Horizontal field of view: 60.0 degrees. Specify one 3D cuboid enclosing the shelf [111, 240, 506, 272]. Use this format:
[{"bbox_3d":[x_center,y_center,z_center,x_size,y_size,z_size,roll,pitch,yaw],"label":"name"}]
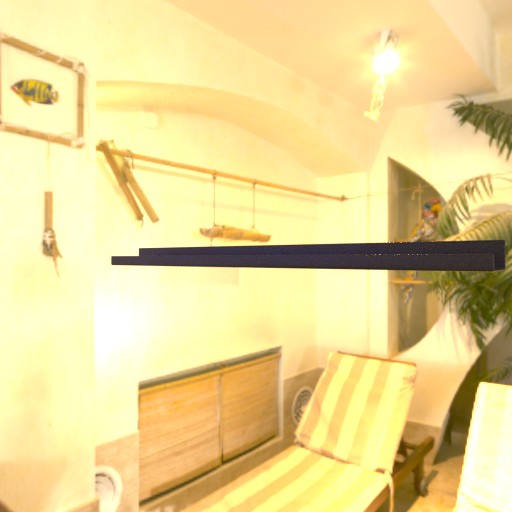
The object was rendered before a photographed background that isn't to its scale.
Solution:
[{"bbox_3d":[0.000,0.000,0.945,0.924,0.049,0.092,0,0,38],"label":"shelf"}]
